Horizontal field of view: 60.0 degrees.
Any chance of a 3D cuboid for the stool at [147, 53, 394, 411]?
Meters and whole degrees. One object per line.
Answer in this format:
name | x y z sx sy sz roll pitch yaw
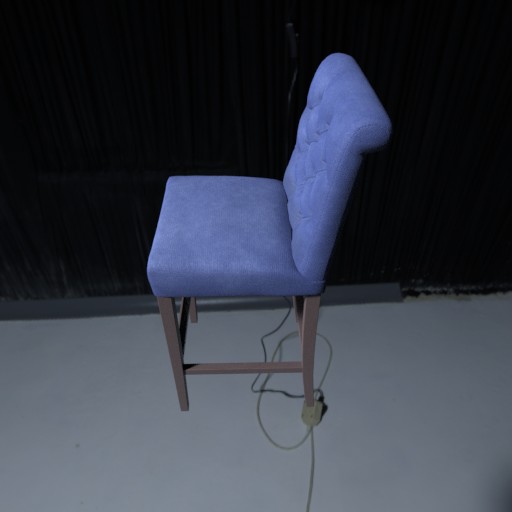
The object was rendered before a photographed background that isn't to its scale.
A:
stool | 0.000 0.000 1.459 0.601 1.140 0.493 -1 41 -1
